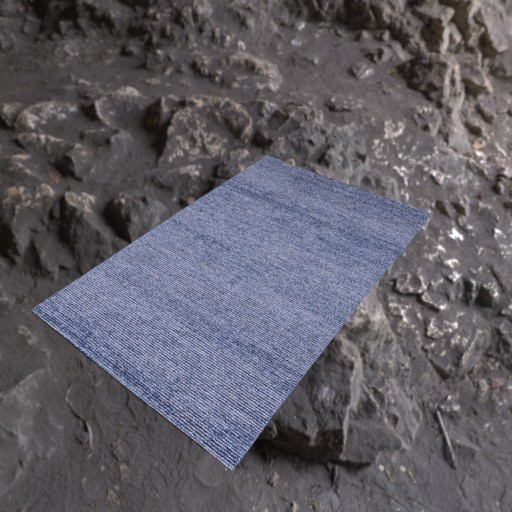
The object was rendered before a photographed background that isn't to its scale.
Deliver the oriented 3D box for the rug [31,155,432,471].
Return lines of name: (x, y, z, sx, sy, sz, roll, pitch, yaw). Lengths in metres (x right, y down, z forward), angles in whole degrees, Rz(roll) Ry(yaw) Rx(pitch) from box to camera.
rug: (0.000, 0.000, 2.211, 1.145, 0.021, 1.777, 26, 47, 27)
